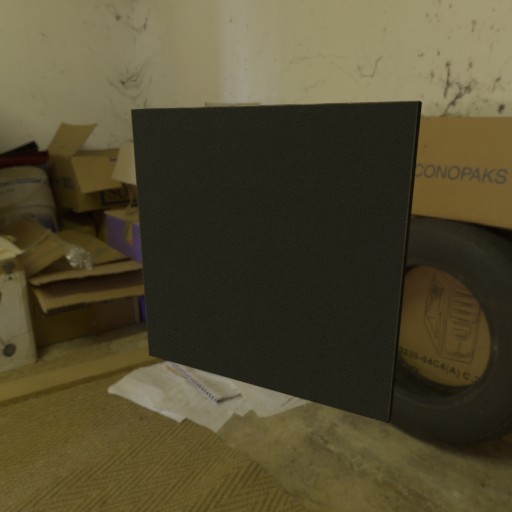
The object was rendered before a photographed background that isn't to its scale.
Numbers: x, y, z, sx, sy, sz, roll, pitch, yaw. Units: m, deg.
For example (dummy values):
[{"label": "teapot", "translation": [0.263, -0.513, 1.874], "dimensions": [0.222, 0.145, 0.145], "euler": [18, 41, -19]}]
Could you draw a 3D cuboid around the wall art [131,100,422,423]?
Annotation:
[{"label": "wall art", "translation": [0.000, 0.000, 0.472], "dimensions": [0.304, 0.303, 0.015], "euler": [8, 18, 26]}]
